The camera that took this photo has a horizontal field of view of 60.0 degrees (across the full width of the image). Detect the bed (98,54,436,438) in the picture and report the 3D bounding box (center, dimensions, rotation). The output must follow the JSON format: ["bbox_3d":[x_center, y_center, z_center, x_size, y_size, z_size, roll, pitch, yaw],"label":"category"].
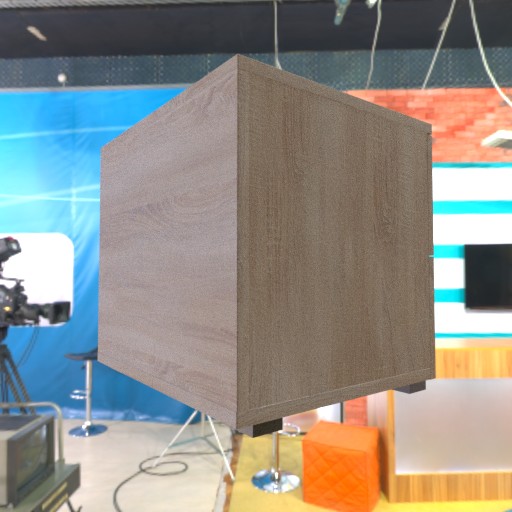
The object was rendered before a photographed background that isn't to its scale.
[{"bbox_3d":[0.000,0.000,0.780,0.401,0.420,0.460,2,-3,-37],"label":"bed"}]
